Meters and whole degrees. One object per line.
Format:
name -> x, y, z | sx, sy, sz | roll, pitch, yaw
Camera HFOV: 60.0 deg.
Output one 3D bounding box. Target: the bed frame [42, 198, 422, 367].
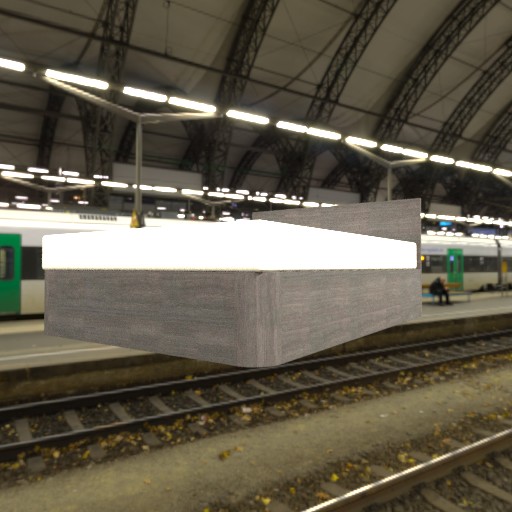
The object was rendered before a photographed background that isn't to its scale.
bed frame -> 0.000, 0.000, 2.630 | 1.400, 0.800, 1.900 | -1, -2, 35
